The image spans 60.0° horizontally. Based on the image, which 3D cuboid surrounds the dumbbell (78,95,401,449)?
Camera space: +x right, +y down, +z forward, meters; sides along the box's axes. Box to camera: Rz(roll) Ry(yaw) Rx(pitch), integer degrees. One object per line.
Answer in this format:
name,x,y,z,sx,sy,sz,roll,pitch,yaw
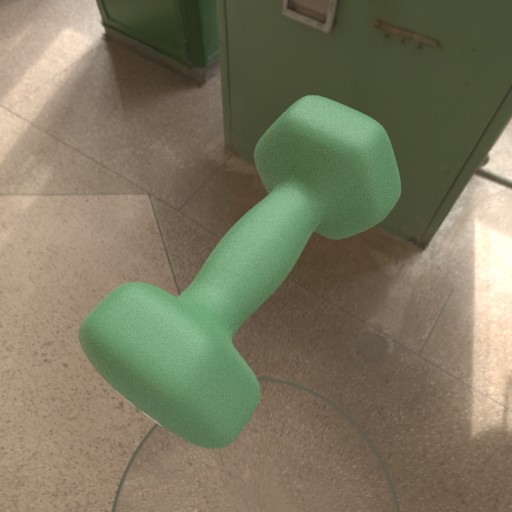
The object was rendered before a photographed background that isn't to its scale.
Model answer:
dumbbell,0.000,0.000,0.321,0.126,0.114,0.257,32,64,18
